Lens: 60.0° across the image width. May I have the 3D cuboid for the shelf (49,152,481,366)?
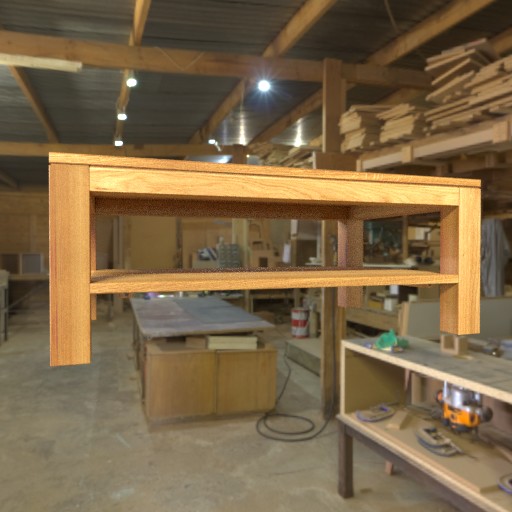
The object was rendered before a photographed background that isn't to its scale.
[{"bbox_3d":[0.000,0.000,1.444,1.150,0.450,0.700,0,1,-19],"label":"shelf"}]
